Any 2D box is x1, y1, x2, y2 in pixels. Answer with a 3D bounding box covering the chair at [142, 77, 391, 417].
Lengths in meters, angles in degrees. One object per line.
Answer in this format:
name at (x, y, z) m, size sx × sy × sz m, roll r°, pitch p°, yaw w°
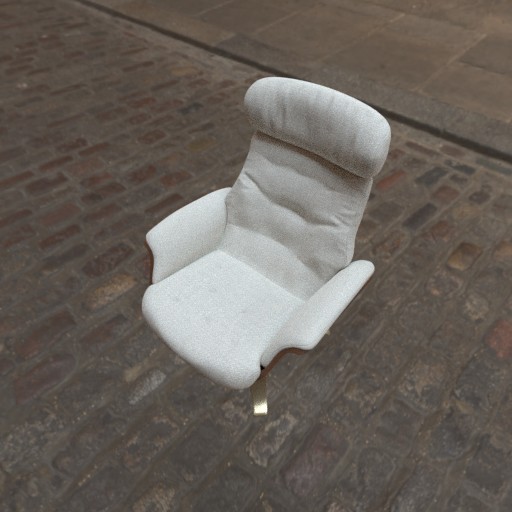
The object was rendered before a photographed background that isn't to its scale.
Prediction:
chair at (0.000, 0.000, 1.621) m, size 0.785 × 0.995 × 0.837 m, roll 32°, pitch 55°, yaw 26°
